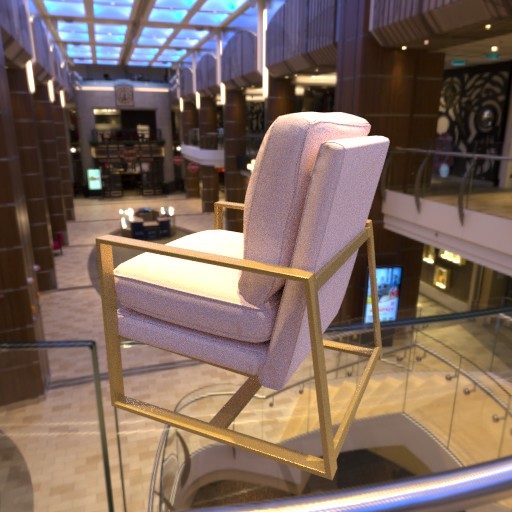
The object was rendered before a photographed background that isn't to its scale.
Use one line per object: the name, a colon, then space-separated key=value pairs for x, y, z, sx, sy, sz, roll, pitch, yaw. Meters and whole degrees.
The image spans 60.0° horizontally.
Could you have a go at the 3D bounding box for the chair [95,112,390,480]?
chair: x=0.000 y=0.000 z=1.551 sx=0.813 sy=0.956 sz=0.758 roll=8 pitch=18 yaw=24
